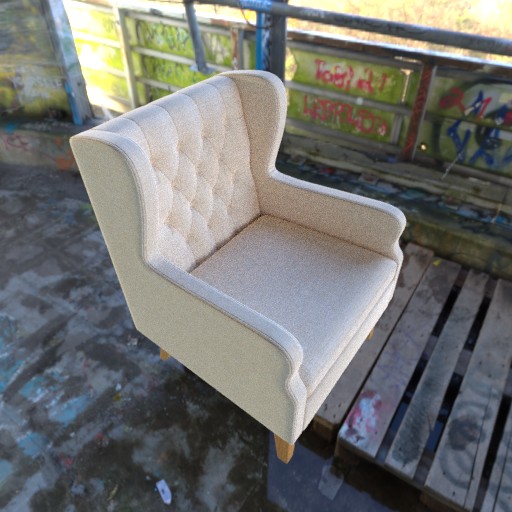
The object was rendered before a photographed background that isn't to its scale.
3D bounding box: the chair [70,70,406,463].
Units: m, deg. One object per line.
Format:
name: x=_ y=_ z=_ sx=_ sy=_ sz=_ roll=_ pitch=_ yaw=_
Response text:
chair: x=0.000 y=0.000 z=1.439 sx=0.760 sy=0.930 sz=0.710 roll=25 pitch=46 yaw=26
